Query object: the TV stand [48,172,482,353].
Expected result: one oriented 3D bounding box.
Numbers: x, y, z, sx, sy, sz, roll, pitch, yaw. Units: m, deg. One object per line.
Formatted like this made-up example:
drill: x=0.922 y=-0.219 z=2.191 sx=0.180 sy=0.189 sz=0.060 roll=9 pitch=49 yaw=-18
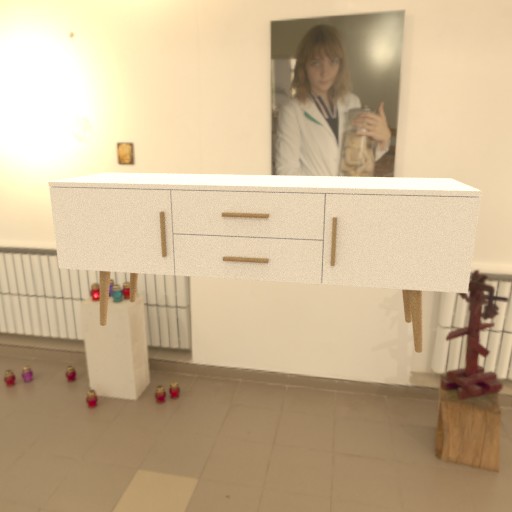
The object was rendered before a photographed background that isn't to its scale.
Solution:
TV stand: x=0.000 y=0.000 z=1.654 sx=1.398 sy=0.560 sz=0.401 roll=3 pitch=16 yaw=10
